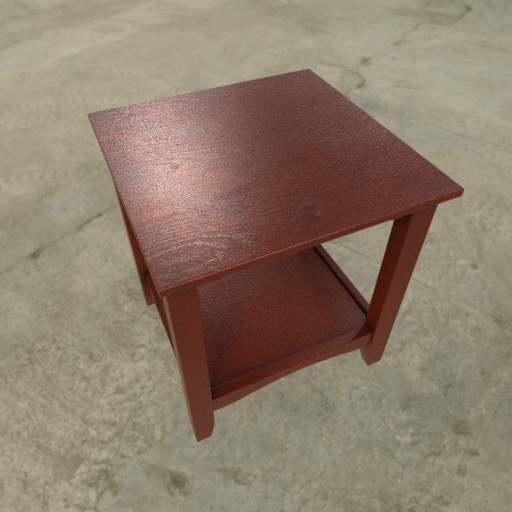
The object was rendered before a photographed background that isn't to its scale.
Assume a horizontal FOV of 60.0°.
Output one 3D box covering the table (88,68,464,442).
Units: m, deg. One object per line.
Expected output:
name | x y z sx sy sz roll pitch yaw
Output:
table | 0.000 0.000 0.989 0.523 0.558 0.522 -16 48 -15
